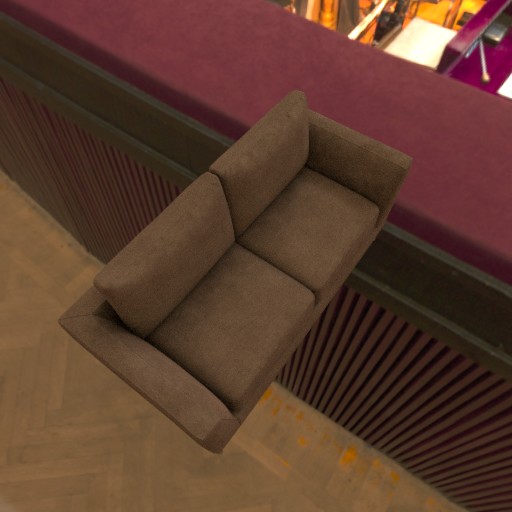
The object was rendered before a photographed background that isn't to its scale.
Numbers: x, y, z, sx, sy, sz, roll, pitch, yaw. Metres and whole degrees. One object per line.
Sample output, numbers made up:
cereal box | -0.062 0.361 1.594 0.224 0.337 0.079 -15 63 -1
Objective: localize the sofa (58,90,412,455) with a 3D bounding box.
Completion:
sofa | 0.000 0.000 2.397 0.855 1.013 1.832 32 63 18
